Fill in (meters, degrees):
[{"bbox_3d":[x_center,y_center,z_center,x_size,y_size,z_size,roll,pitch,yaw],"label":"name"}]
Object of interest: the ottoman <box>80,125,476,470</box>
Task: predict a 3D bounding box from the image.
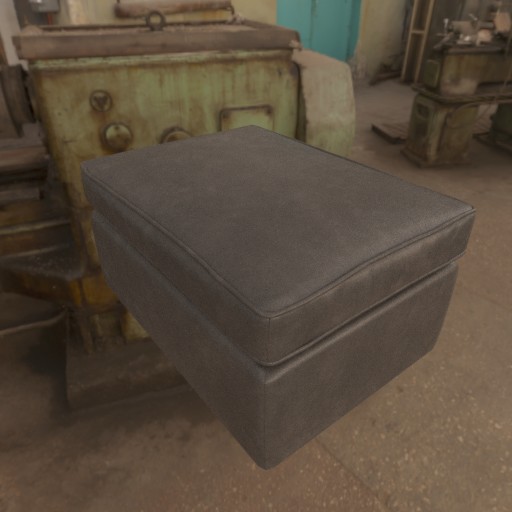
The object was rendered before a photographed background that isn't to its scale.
[{"bbox_3d":[0.000,0.000,1.074,0.554,0.445,0.756,-22,39,-31],"label":"ottoman"}]
